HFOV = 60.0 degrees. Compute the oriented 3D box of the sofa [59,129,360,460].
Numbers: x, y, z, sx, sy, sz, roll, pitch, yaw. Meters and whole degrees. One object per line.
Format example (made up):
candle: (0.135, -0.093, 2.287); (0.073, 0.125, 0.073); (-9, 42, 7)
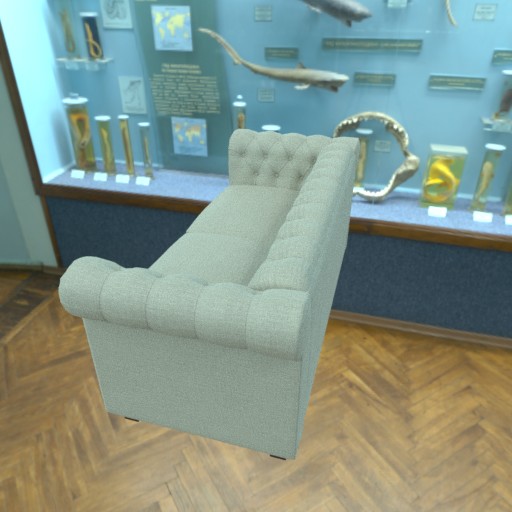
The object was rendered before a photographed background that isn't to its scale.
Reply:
sofa: (0.000, 0.000, 2.167); (0.783, 0.797, 1.798); (9, 32, 14)
